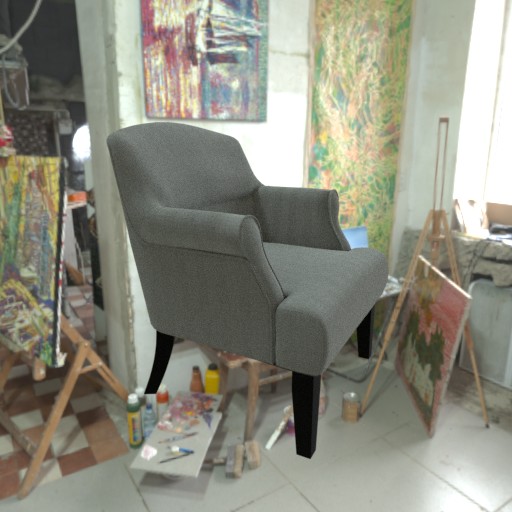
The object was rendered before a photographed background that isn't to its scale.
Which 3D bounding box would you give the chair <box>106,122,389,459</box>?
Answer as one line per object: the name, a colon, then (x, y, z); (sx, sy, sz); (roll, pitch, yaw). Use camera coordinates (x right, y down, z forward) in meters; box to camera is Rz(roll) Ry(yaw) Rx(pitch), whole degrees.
chair: (0.000, 0.000, 1.500); (0.755, 0.880, 0.772); (8, 16, 27)
